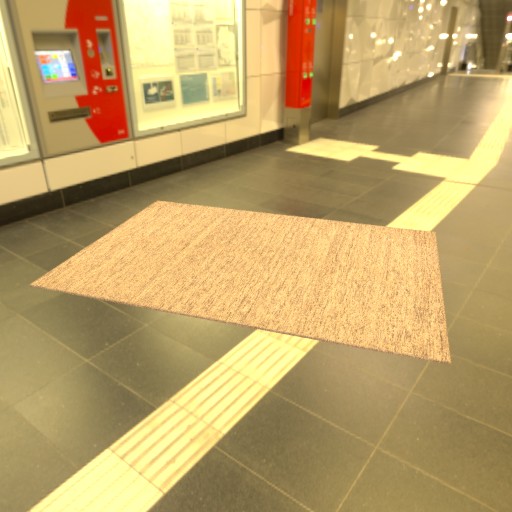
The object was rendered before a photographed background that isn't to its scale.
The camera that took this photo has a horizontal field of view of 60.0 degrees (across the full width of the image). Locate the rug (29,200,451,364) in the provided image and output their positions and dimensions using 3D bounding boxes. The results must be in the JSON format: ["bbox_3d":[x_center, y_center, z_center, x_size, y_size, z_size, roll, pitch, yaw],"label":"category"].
[{"bbox_3d":[0.000,0.000,2.344,1.840,0.013,1.225,8,28,16],"label":"rug"}]
